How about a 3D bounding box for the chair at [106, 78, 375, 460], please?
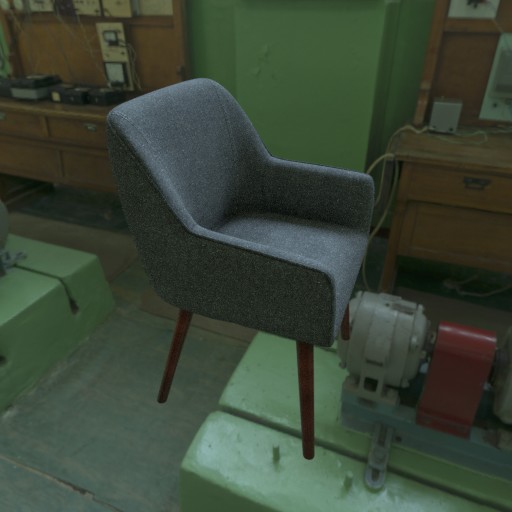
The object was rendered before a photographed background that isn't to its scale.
[{"bbox_3d":[0.000,0.000,1.164,0.519,0.803,0.543,11,33,18],"label":"chair"}]
